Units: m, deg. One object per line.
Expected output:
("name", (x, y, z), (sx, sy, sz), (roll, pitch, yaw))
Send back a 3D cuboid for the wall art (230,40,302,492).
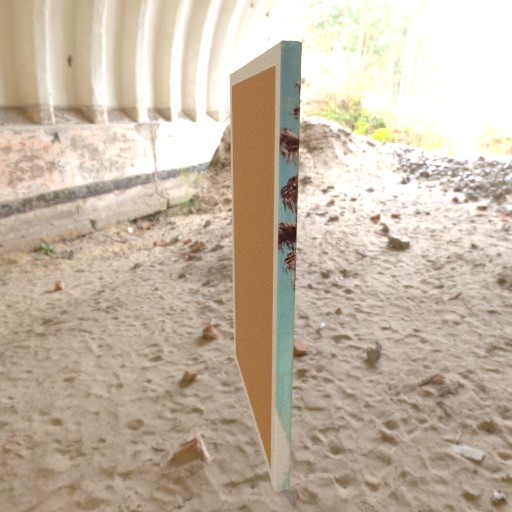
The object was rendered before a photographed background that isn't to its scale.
("wall art", (0.000, 0.000, 1.135), (0.037, 0.915, 0.605), (-3, 18, -11))
